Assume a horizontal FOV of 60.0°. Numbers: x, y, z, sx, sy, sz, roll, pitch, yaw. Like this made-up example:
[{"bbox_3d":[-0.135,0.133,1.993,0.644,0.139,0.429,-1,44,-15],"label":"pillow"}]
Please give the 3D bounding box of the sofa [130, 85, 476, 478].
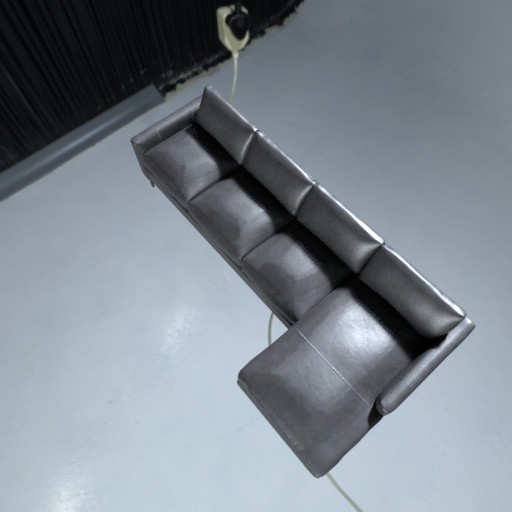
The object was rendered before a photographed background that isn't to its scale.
[{"bbox_3d":[0.000,0.000,3.541,1.471,0.859,2.993,-38,69,-17],"label":"sofa"}]
